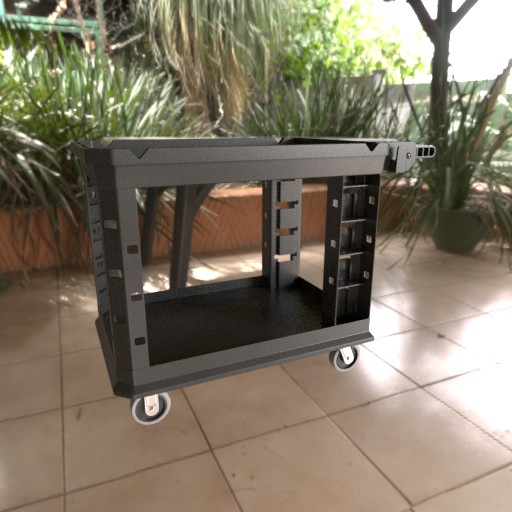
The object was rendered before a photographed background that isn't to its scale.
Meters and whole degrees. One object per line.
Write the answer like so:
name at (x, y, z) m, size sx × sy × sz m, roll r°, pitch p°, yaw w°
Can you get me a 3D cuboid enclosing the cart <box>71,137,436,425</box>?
cart at (0.000, 0.000, 1.758) m, size 1.239 × 0.884 × 0.674 m, roll -8°, pitch 18°, yaw -24°
